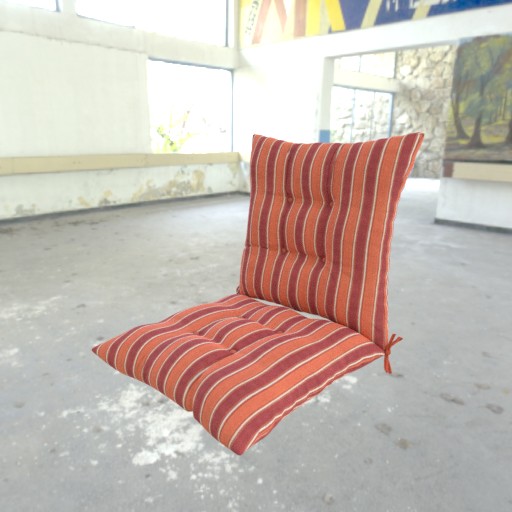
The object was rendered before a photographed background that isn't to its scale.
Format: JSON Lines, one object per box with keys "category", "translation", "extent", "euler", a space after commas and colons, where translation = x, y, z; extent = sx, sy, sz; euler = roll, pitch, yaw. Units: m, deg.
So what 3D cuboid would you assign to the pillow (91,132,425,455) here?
{"category": "pillow", "translation": [0.000, 0.000, 0.994], "extent": [0.541, 0.536, 0.585], "euler": [14, 21, 43]}
